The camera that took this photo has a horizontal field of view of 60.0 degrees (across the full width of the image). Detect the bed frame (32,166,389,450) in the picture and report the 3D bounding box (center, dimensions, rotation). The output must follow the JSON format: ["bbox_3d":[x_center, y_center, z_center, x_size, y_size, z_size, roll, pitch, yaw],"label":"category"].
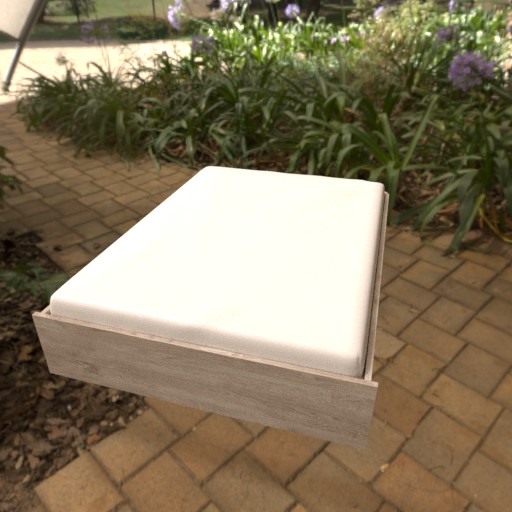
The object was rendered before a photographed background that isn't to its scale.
[{"bbox_3d":[0.000,0.000,2.645,1.490,0.462,1.950,8,31,14],"label":"bed frame"}]
